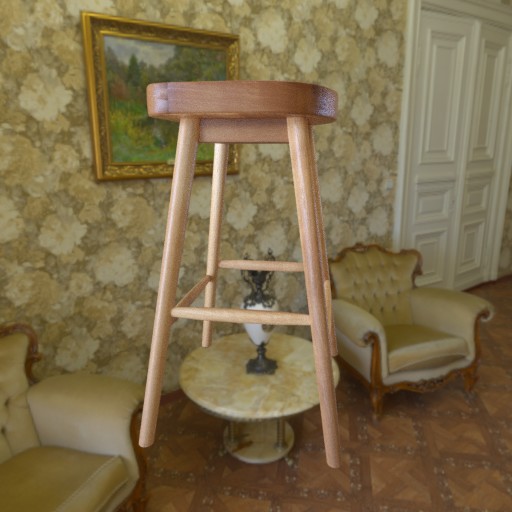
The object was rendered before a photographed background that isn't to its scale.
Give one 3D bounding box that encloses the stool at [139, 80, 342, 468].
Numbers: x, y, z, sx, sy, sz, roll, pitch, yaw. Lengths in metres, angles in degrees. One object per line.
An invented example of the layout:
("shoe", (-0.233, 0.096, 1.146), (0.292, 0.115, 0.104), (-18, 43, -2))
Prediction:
("stool", (0.000, 0.000, 0.900), (0.361, 0.615, 0.440), (2, 14, 9))
